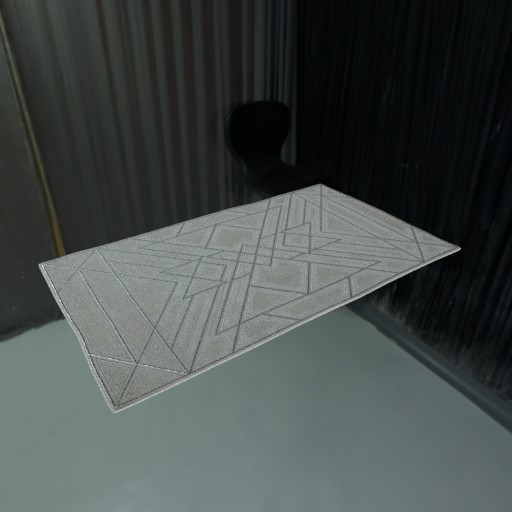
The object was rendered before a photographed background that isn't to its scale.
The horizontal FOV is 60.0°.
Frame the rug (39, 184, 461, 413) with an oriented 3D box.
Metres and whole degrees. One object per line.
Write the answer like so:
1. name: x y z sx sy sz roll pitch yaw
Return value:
1. rug: 0.000 0.000 1.052 0.869 0.008 0.511 -20 36 -29
